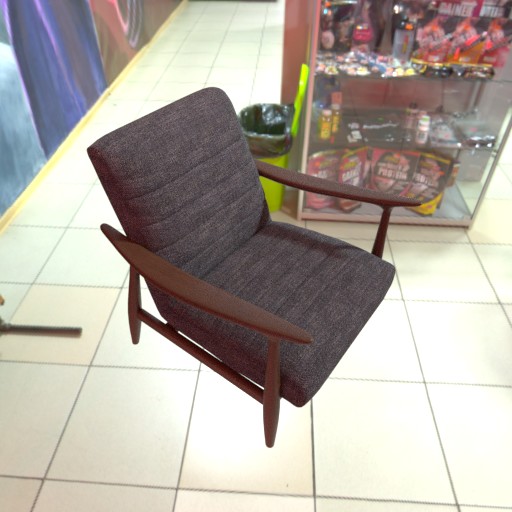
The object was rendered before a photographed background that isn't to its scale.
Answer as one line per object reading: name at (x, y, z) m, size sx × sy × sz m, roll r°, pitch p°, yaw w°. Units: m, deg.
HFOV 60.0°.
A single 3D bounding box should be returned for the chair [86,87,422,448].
chair at (0.000, 0.000, 1.476) m, size 0.798 × 0.832 × 0.741 m, roll 26°, pitch 47°, yaw 27°
